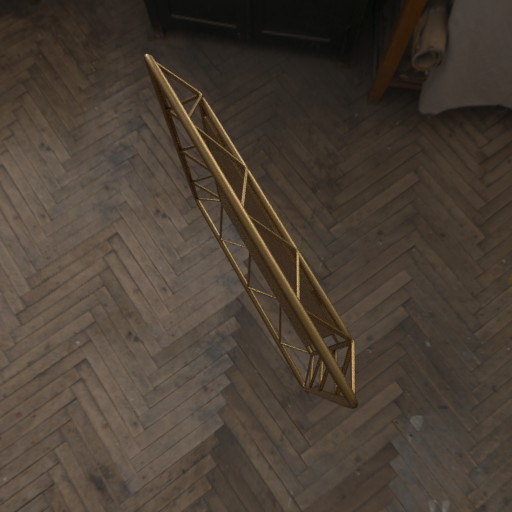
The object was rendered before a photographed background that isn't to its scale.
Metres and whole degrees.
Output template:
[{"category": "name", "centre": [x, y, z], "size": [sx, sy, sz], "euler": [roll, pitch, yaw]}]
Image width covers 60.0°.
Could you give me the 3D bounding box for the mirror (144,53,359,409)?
[{"category": "mirror", "centre": [0.000, 0.000, 0.625], "size": [0.046, 0.414, 0.416], "euler": [-29, 77, -7]}]
